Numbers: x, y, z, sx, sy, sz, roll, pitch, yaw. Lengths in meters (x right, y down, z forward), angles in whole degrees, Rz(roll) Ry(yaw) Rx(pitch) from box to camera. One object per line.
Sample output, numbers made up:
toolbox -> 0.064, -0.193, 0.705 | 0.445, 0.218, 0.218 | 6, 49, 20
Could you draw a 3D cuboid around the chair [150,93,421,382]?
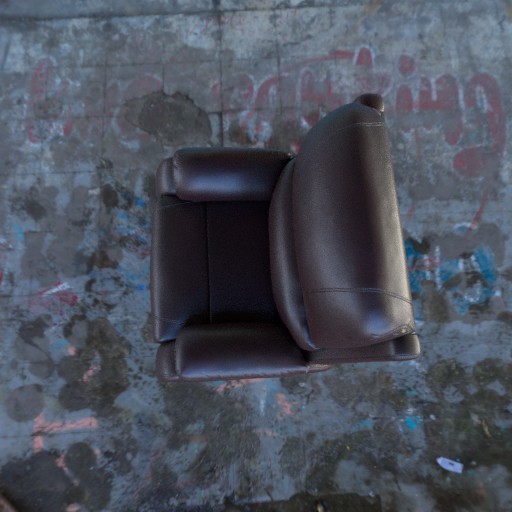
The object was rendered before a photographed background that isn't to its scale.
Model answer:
chair -> 0.000, 0.000, 1.743 | 0.899, 1.011, 0.930 | -3, 75, -1
